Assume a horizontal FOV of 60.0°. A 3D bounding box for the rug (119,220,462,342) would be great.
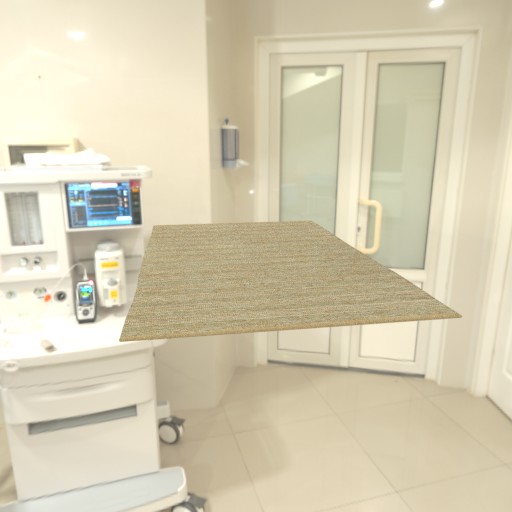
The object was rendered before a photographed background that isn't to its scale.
[{"bbox_3d":[0.000,0.000,3.079,1.540,0.012,2.448,-2,15,-9],"label":"rug"}]
